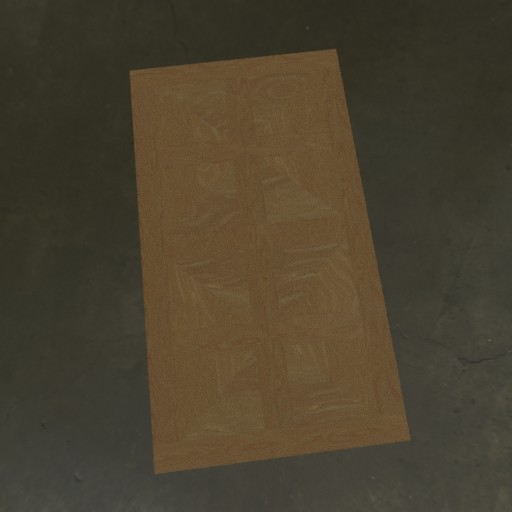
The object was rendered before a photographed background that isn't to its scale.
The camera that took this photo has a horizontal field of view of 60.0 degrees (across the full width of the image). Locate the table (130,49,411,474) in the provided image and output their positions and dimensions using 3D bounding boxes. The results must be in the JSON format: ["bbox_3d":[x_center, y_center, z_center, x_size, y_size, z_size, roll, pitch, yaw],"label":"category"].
[{"bbox_3d":[0.000,0.000,1.614,0.711,0.507,1.270,-7,76,-2],"label":"table"}]
